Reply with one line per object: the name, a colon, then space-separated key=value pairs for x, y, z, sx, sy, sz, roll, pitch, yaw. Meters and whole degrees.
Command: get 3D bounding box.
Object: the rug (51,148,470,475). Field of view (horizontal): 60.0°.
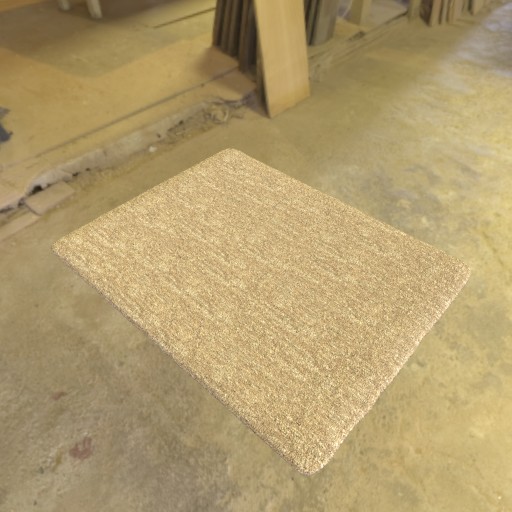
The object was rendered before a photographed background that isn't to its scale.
rug: x=0.000 y=0.000 z=3.713 sx=2.873 sy=0.050 sz=2.242 roll=32 pitch=53 yaw=29
